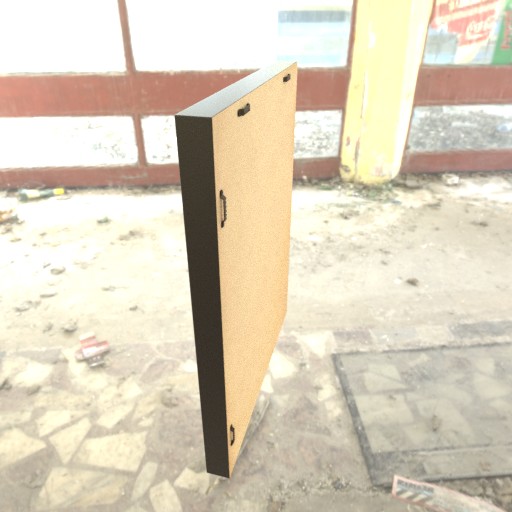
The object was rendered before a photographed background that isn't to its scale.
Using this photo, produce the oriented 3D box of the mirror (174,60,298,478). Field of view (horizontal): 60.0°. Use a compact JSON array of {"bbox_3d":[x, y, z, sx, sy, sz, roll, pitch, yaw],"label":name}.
[{"bbox_3d":[0.000,0.000,0.682,0.041,0.509,0.406,8,31,13],"label":"mirror"}]
